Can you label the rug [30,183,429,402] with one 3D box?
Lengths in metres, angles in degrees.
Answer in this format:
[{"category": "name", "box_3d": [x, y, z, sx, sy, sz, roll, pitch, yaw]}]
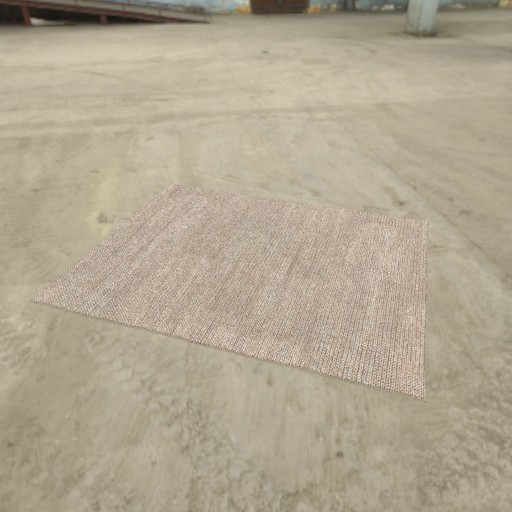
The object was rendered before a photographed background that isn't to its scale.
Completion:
[{"category": "rug", "box_3d": [0.000, 0.000, 4.123, 3.052, 0.030, 2.429, 11, 35, 15]}]
